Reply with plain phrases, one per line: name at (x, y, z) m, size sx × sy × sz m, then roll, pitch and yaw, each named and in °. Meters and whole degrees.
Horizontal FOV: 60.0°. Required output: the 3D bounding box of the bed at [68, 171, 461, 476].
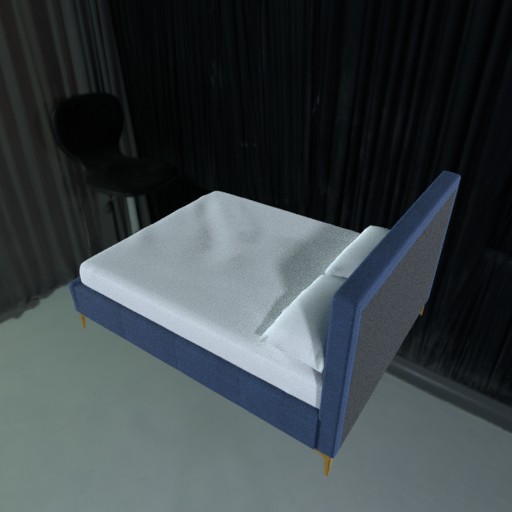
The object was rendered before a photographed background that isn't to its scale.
bed at (0.000, 0.000, 3.214) m, size 2.172 × 1.231 × 1.723 m, roll 21°, pitch 38°, yaw 29°
